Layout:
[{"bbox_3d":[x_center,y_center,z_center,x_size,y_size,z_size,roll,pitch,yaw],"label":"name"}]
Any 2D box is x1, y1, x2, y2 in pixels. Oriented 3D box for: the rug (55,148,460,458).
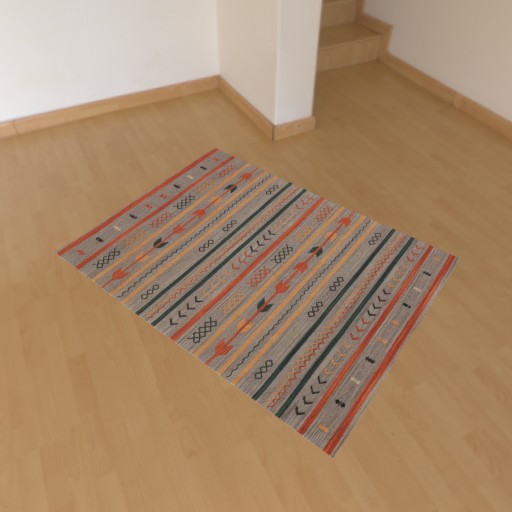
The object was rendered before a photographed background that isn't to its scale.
[{"bbox_3d":[0.000,0.000,4.121,3.029,0.022,2.263,29,53,25],"label":"rug"}]
